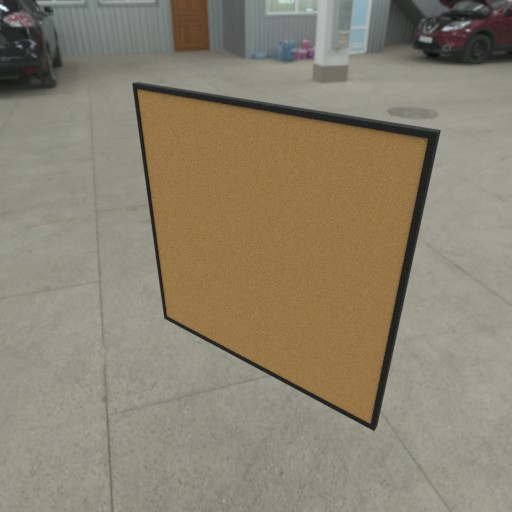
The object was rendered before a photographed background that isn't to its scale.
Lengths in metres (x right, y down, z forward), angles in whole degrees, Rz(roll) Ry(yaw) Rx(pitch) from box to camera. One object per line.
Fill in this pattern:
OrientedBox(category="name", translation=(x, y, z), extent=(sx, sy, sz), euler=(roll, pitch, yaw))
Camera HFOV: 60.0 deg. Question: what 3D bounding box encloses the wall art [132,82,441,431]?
OrientedBox(category="wall art", translation=(0.000, 0.000, 0.681), extent=(0.458, 0.457, 0.013), euler=(21, 37, 30))
